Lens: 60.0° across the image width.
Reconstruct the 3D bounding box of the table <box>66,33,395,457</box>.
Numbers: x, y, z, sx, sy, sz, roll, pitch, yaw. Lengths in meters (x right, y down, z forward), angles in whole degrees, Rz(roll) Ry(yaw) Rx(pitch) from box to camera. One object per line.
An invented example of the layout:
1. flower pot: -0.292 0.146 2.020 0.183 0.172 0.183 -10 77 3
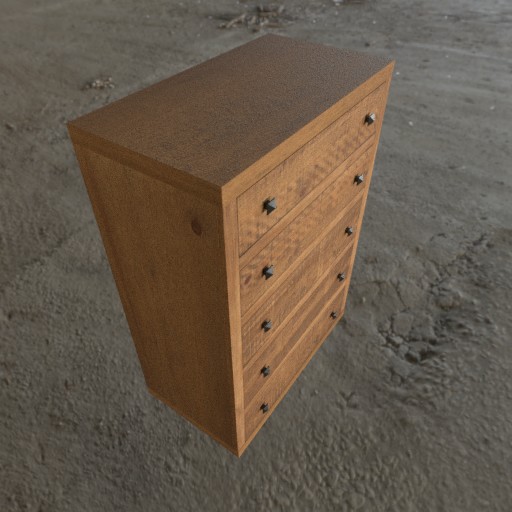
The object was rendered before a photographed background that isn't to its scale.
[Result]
1. table: 0.000 0.000 1.700 0.524 1.294 0.901 26 48 25
